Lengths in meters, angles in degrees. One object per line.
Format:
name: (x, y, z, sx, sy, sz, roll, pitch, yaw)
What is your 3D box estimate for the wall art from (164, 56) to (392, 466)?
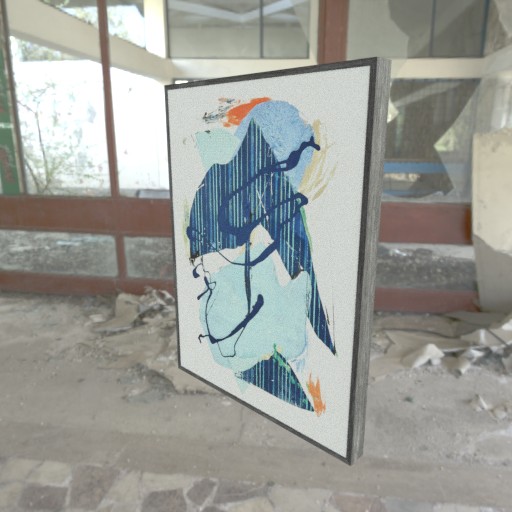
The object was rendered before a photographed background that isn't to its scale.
wall art: (0.000, 0.000, 1.334, 0.762, 1.016, 0.063, 14, 20, 42)
